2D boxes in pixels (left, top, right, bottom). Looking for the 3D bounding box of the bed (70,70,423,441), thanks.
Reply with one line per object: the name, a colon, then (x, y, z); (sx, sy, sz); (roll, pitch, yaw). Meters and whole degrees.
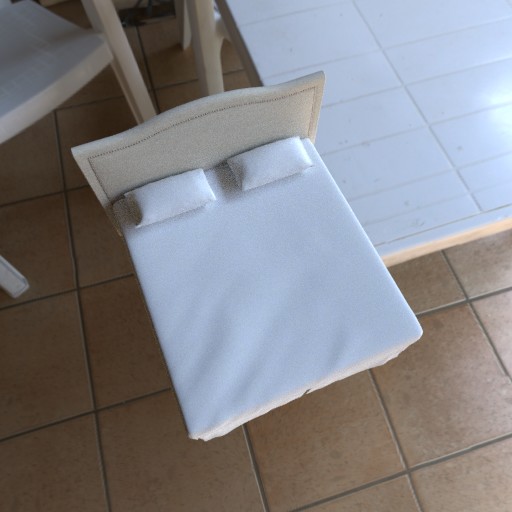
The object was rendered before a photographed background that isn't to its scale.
bed: (0.000, 0.000, 3.556); (2.083, 1.421, 2.182); (-21, 66, -10)
